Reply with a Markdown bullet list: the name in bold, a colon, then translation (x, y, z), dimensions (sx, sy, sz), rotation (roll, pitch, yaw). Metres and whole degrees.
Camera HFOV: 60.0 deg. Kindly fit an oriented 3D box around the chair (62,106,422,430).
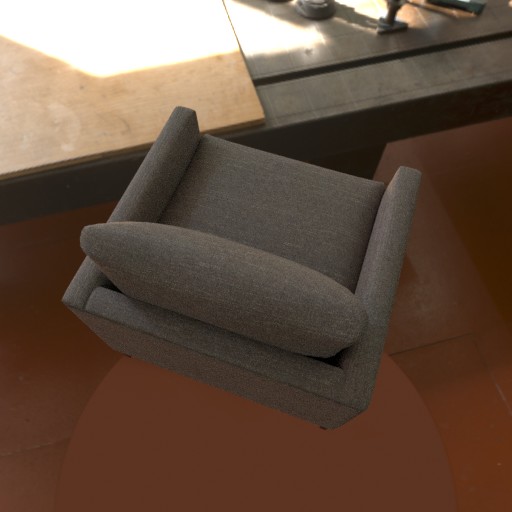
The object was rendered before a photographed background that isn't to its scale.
- **chair**: translation (0.000, 0.000, 1.556), dimensions (0.940, 0.841, 0.845), rotation (18, 64, 9)
